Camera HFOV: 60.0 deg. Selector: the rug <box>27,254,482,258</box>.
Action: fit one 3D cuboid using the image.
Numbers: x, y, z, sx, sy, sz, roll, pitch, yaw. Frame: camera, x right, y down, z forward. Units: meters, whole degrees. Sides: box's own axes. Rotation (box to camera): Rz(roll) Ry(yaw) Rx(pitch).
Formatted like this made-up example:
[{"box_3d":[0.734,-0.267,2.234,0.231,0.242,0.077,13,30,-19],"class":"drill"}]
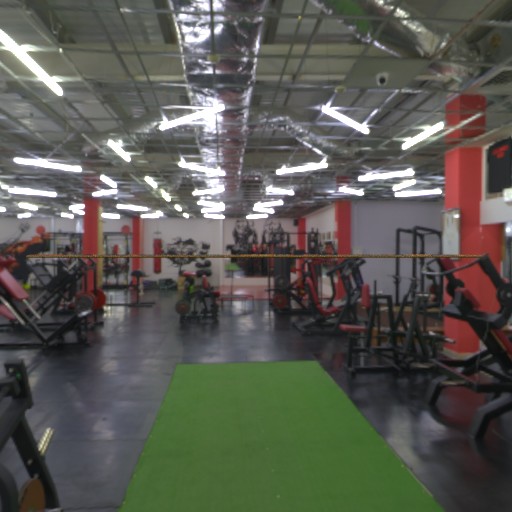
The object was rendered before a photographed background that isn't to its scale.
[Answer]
[{"box_3d":[0.000,0.000,2.040,1.820,0.013,0.556,0,0,-2],"class":"rug"}]
